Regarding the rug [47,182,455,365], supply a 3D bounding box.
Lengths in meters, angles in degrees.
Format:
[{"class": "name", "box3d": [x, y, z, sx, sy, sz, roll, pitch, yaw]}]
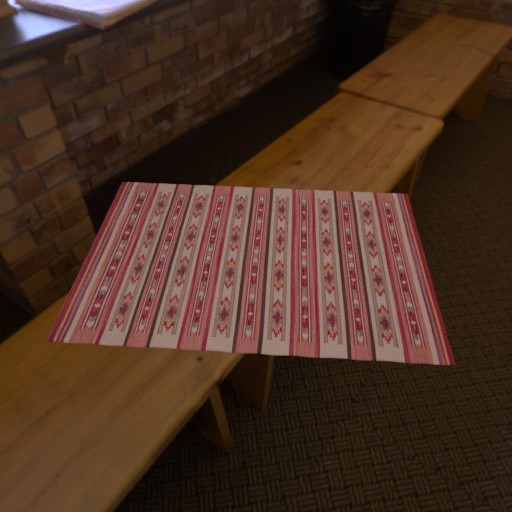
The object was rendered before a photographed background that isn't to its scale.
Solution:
[{"class": "rug", "box3d": [0.000, 0.000, 2.390, 1.817, 0.008, 1.223, 3, 45, 3]}]
